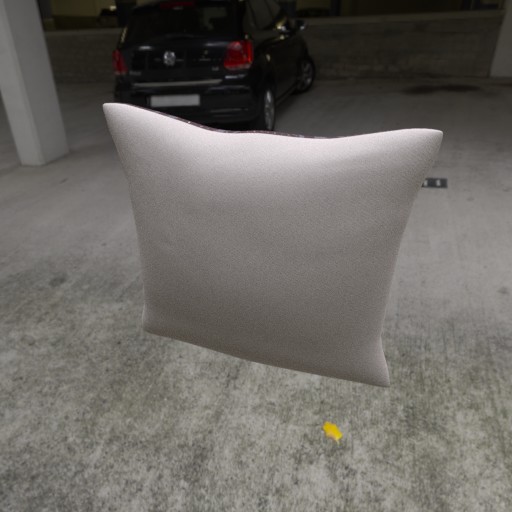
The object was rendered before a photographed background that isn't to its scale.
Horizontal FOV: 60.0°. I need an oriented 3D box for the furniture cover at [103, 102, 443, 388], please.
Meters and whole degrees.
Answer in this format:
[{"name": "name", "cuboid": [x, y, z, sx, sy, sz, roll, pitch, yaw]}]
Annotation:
[{"name": "furniture cover", "cuboid": [0.000, 0.000, 0.814, 0.552, 0.509, 0.193, 10, 33, 16]}]
